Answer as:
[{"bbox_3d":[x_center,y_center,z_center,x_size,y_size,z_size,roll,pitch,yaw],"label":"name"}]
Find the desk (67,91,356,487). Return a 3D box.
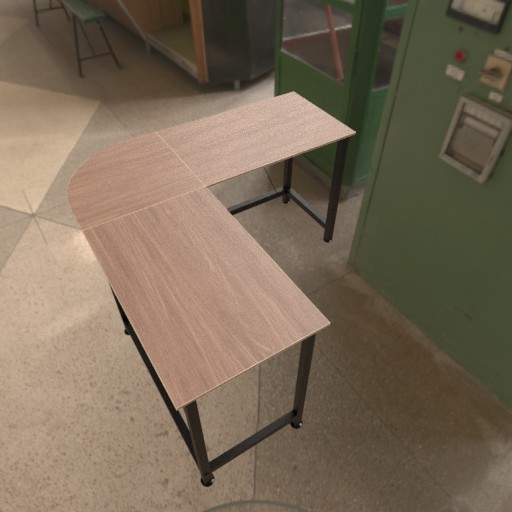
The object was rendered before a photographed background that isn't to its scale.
[{"bbox_3d":[0.000,0.000,2.165,1.400,0.762,1.400,-24,50,-22],"label":"desk"}]
